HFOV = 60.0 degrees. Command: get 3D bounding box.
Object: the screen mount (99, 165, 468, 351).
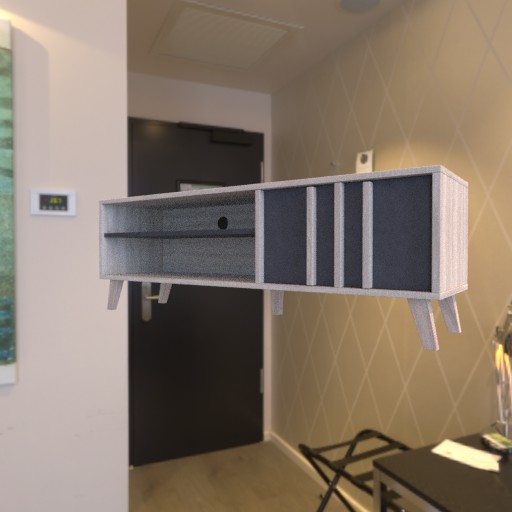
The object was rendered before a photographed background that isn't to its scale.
[{"bbox_3d":[0.000,0.000,1.791,1.500,0.509,0.401,1,1,35],"label":"screen mount"}]
